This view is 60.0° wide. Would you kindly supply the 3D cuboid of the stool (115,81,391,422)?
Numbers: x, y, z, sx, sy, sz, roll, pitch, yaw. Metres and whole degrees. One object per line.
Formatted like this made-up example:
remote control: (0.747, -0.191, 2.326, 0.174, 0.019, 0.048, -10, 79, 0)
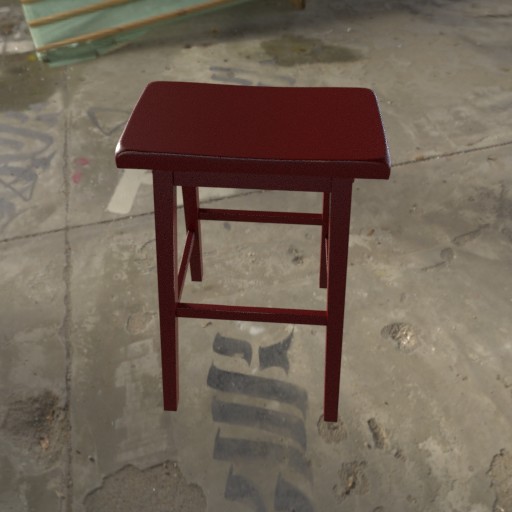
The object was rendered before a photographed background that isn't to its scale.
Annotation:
stool: (0.000, 0.000, 1.053, 0.457, 0.737, 0.476, 3, 48, 3)
